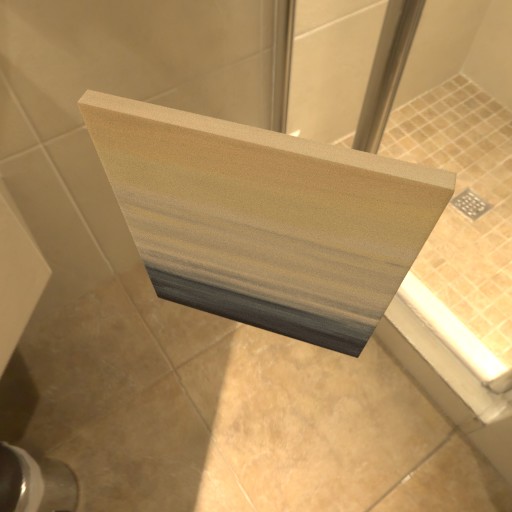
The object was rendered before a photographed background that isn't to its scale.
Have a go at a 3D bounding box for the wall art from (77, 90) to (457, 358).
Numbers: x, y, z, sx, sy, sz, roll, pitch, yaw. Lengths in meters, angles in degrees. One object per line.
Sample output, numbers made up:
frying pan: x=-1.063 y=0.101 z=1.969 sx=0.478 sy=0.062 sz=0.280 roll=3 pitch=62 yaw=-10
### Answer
wall art: x=0.000 y=0.000 z=0.987 sx=0.608 sy=0.710 sz=0.041 roll=15 pitch=59 yaw=9
